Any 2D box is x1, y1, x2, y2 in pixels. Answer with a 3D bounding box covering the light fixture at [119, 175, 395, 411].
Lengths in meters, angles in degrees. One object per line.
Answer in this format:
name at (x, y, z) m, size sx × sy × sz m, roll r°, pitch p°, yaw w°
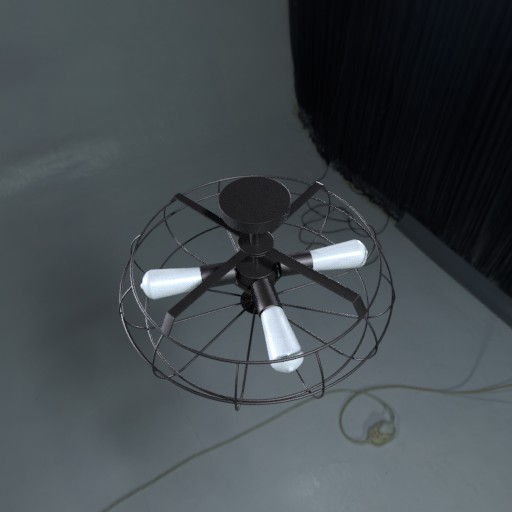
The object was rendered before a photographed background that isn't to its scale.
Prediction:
light fixture at (0.000, 0.000, 0.916) m, size 0.582 × 0.311 × 0.582 m, roll 0°, pitch 47°, yaw 0°
